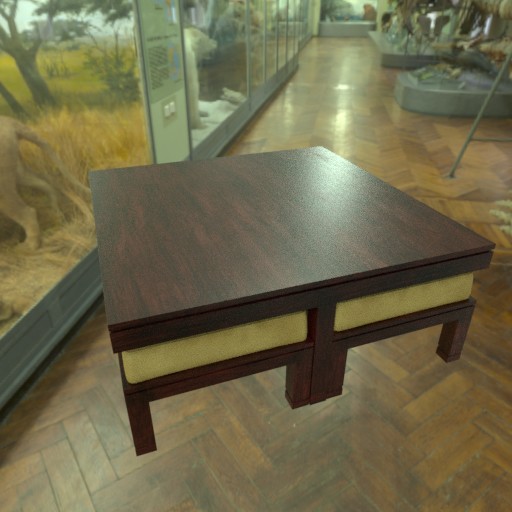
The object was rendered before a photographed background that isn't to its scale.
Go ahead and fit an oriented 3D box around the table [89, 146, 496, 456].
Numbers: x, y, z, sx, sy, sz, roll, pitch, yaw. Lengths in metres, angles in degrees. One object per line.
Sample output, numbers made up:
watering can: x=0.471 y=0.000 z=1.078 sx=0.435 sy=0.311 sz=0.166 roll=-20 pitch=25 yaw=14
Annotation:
table: x=0.000 y=0.000 z=1.335 sx=0.865 sy=0.356 sz=0.865 roll=-10 pitch=31 yaw=-18
